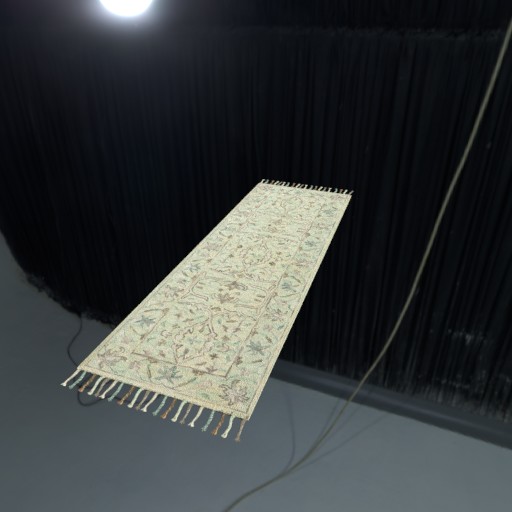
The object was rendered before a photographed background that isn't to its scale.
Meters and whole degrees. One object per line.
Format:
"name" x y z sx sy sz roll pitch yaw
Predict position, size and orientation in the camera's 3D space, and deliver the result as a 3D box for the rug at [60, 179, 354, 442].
"rug" 0.000 0.000 2.635 0.769 0.013 2.440 10 32 17
